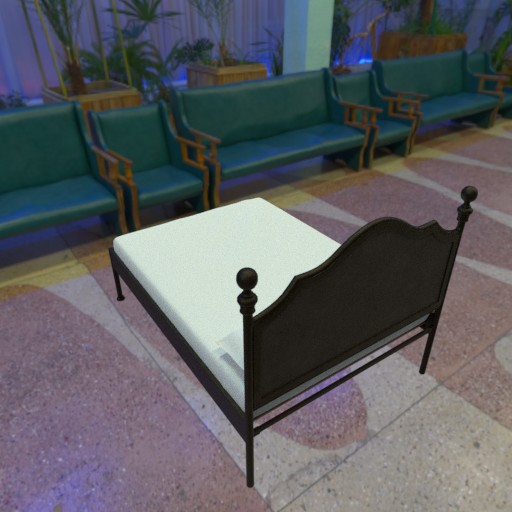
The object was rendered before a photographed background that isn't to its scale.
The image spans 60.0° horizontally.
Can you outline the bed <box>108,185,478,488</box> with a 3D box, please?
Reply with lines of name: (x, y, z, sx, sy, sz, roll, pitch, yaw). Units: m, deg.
bed: (0.000, 0.000, 3.319, 1.642, 1.499, 2.224, -20, 36, -29)
